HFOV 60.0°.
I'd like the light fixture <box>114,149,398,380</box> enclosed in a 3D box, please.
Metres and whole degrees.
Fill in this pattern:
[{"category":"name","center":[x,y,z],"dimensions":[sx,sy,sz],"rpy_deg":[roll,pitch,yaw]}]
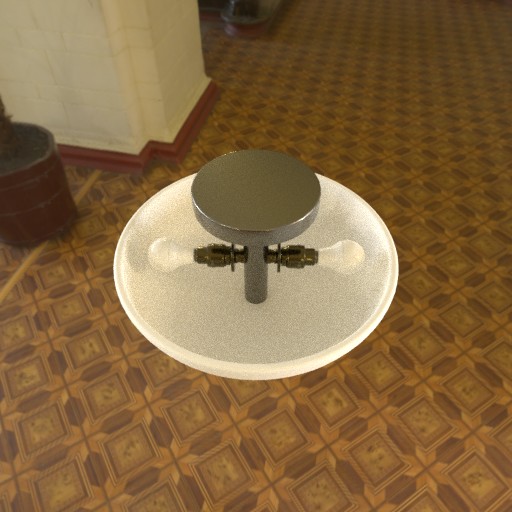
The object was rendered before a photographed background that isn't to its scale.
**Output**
[{"category":"light fixture","center":[0.000,0.000,0.537],"dimensions":[0.330,0.214,0.330],"rpy_deg":[0,47,0]}]
